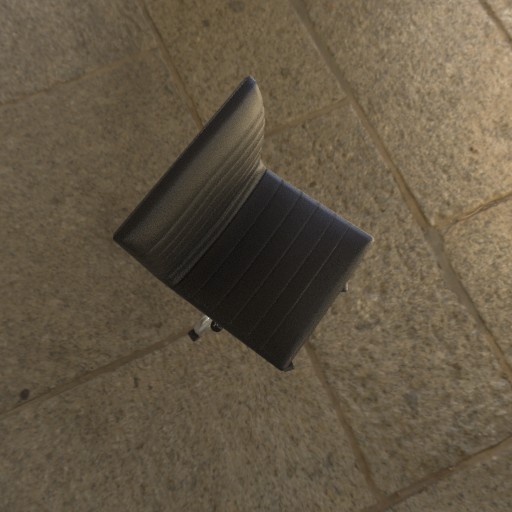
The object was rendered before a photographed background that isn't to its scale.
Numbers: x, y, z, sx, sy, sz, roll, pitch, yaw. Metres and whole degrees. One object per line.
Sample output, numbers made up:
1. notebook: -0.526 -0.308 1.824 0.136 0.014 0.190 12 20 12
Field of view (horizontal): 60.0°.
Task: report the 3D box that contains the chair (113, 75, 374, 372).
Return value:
1. chair: 0.000 0.000 1.125 0.530 0.780 0.556 35 79 8
